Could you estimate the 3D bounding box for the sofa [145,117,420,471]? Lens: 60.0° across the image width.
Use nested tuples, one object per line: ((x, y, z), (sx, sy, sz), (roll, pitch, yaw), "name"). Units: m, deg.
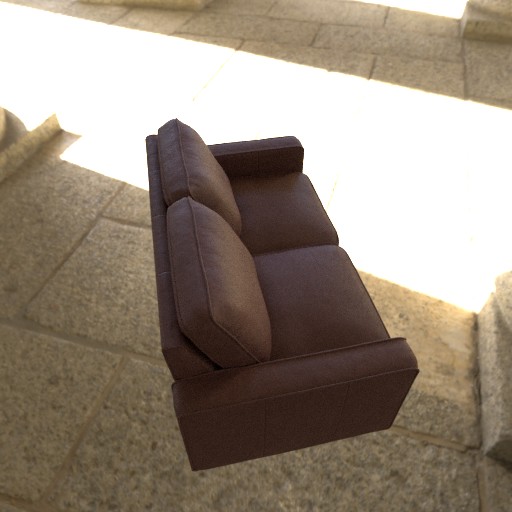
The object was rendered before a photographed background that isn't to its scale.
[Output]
((0.000, 0.000, 2.265), (0.947, 0.918, 1.709), (-9, 46, -8), "sofa")
